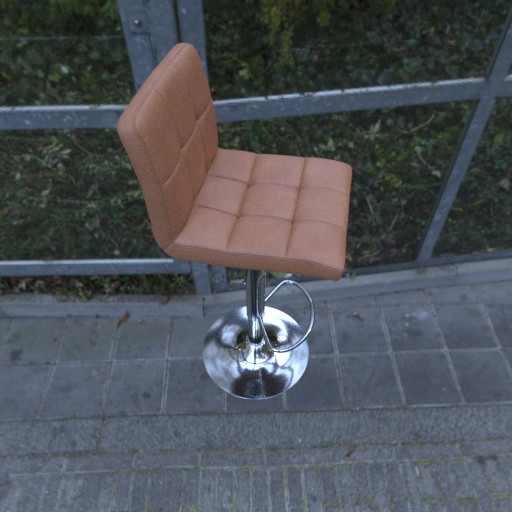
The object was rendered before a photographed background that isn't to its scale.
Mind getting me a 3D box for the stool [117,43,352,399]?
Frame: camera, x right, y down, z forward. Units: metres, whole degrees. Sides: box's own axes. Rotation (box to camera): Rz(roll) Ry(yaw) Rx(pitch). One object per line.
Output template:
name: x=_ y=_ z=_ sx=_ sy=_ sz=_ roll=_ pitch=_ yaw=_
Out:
stool: x=0.000 y=0.000 z=1.371 sx=0.505 sy=1.115 sz=0.430 roll=8 pitch=48 yaw=7
